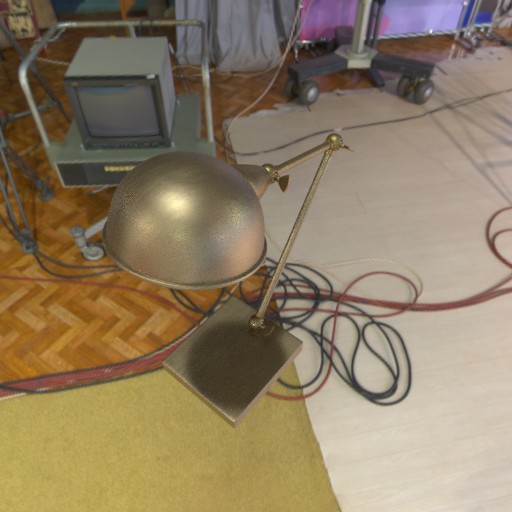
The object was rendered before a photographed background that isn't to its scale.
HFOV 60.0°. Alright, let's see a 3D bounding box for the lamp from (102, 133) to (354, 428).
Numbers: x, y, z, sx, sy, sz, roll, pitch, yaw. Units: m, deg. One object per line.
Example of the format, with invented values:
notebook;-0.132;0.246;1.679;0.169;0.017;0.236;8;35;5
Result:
lamp;0.000;0.000;0.537;0.149;0.371;0.339;31;55;25
